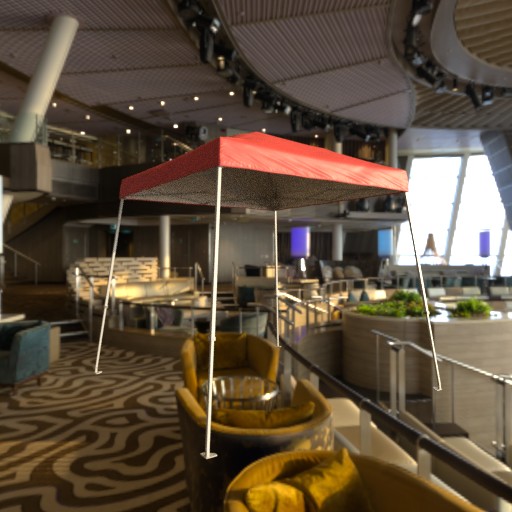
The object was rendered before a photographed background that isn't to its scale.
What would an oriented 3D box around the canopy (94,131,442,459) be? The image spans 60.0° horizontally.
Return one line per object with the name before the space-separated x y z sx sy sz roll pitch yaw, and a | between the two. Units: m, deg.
canopy | 0.000 0.000 6.418 3.600 3.600 3.599 0 0 -35
